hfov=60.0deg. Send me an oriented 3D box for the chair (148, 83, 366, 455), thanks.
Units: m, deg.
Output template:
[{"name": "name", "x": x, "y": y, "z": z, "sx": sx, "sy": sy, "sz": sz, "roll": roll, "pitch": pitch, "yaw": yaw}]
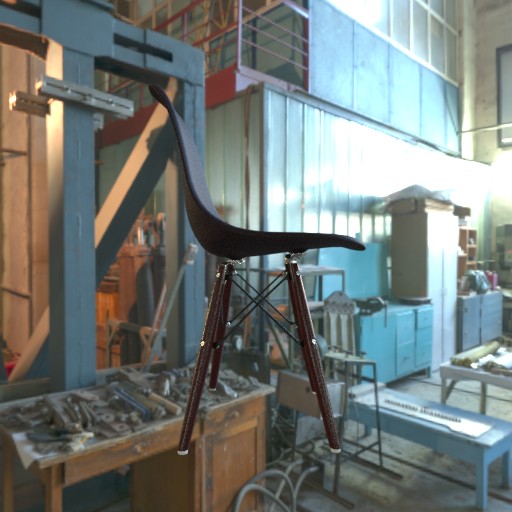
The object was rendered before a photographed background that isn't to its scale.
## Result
[{"name": "chair", "x": 0.000, "y": 0.000, "z": 1.131, "sx": 0.533, "sy": 0.826, "sz": 0.470, "roll": 0, "pitch": 1, "yaw": 1}]
